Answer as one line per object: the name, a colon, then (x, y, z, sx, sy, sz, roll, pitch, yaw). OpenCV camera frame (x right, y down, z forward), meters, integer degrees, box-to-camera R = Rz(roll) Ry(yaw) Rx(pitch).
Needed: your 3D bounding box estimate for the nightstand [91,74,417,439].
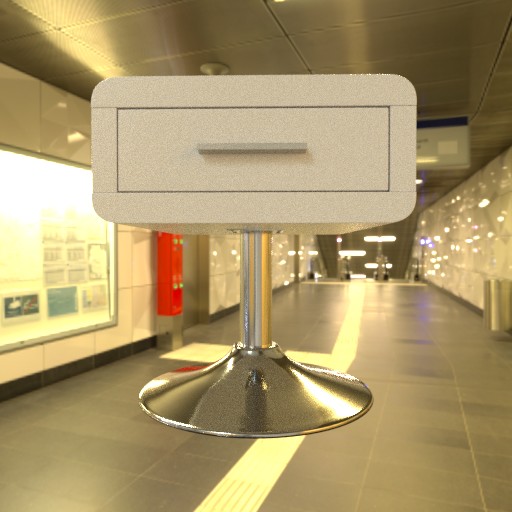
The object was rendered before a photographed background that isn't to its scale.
nightstand: (0.000, 0.000, 0.729, 0.399, 0.447, 0.404, 0, 1, 1)
